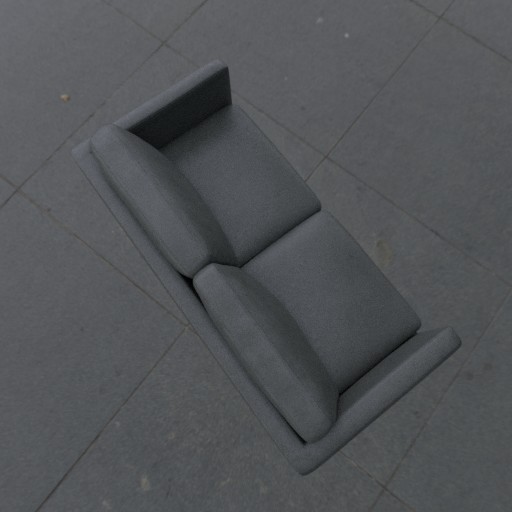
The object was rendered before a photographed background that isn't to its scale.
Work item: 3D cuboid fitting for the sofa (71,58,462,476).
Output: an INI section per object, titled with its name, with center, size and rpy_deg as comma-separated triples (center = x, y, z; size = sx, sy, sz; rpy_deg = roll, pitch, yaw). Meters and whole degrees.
[sofa]
center = 0.000, 0.000, 2.350
size = 0.951, 0.933, 1.883
rpy_deg = -36, 78, -9
